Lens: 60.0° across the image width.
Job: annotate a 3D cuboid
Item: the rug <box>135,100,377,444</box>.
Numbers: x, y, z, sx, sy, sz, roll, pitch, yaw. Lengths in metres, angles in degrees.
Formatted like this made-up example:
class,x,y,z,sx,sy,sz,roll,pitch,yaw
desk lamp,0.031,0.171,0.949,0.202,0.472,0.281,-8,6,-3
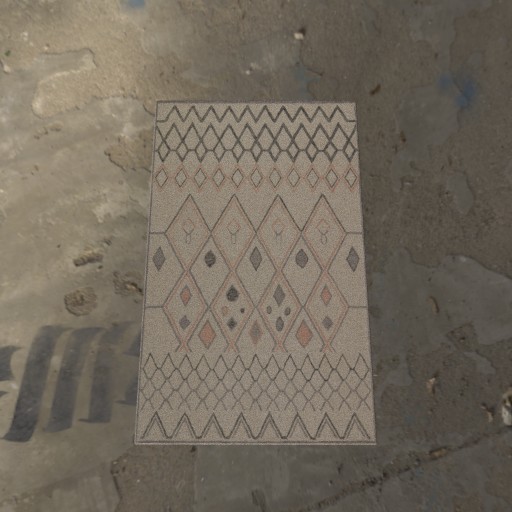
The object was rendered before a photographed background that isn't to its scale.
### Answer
class,x,y,z,sx,sy,sz,roll,pitch,yaw
rug,0.000,0.000,3.080,1.524,0.015,2.438,0,76,0
